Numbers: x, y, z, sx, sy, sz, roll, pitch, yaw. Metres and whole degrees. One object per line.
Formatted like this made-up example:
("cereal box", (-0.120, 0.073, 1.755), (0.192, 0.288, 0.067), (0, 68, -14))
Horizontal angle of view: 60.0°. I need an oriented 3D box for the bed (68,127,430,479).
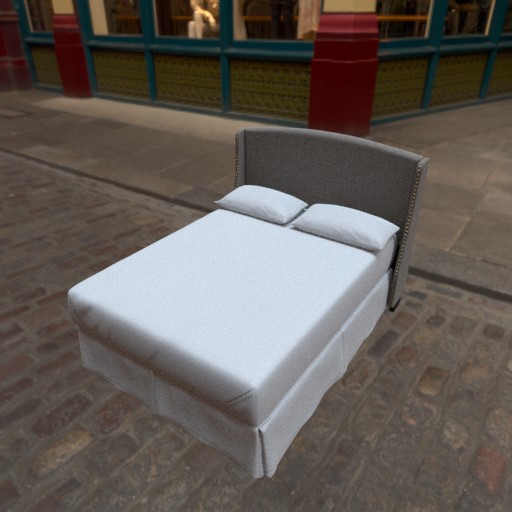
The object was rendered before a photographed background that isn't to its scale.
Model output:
("bed", (0.000, 0.000, 3.307), (1.710, 1.407, 2.237), (19, 35, 30))
